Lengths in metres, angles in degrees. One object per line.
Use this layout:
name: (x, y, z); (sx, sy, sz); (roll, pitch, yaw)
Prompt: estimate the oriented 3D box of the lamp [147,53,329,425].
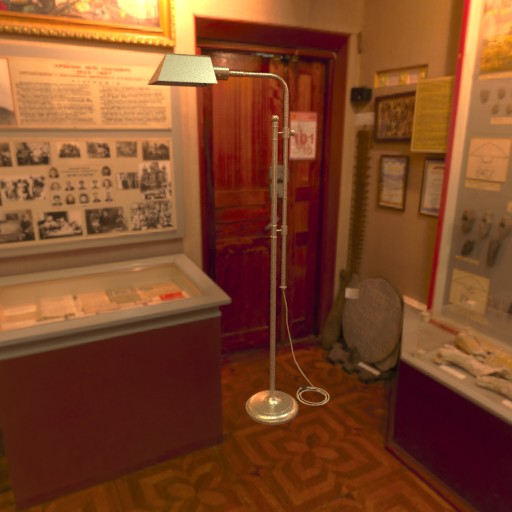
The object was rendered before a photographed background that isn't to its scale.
lamp: (0.000, 0.000, 1.919); (0.813, 1.571, 0.256); (-7, 17, -25)
